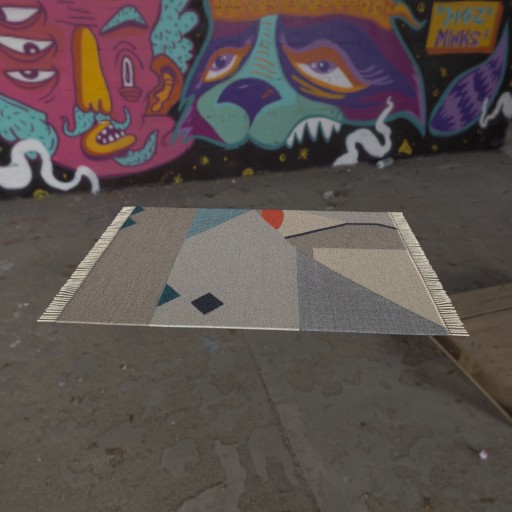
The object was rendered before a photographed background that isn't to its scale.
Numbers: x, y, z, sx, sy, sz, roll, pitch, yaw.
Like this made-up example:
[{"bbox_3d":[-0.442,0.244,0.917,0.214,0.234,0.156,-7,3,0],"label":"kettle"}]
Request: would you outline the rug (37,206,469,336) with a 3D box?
[{"bbox_3d":[0.000,0.000,2.384,1.828,0.005,1.220,2,30,3],"label":"rug"}]
